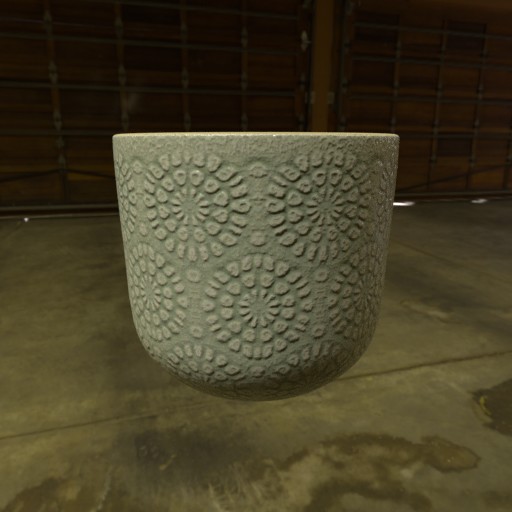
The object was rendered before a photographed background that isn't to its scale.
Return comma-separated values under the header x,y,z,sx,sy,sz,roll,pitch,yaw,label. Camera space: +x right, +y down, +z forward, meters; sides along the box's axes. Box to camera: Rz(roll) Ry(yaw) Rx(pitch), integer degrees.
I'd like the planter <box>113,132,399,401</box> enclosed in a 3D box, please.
x,y,z,sx,sy,sz,roll,pitch,yaw,label
0.000,0.000,0.292,0.169,0.153,0.169,0,14,0,planter
